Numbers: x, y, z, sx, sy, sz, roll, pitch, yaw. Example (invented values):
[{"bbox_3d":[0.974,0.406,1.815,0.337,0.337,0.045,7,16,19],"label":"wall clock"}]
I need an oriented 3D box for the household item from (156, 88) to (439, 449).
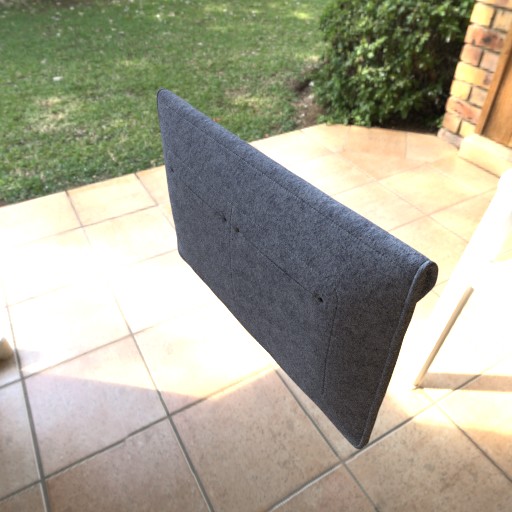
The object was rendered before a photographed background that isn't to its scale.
[{"bbox_3d":[0.000,0.000,0.425,0.057,0.221,0.335,-25,47,-26],"label":"household item"}]
